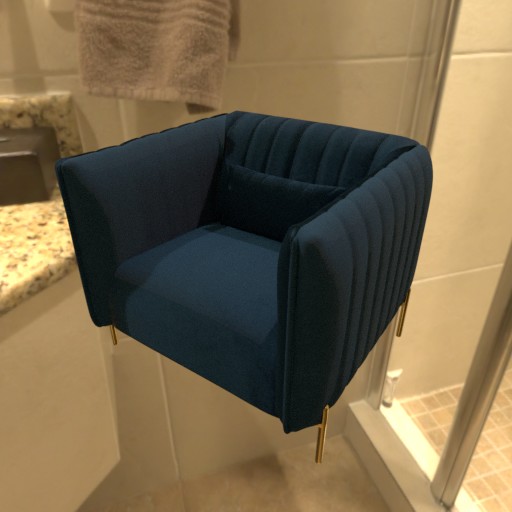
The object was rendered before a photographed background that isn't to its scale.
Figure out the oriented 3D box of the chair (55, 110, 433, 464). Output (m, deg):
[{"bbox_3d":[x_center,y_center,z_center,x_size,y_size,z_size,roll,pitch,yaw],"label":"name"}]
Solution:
[{"bbox_3d":[0.000,0.000,1.563,0.947,0.793,0.877,19,35,30],"label":"chair"}]
